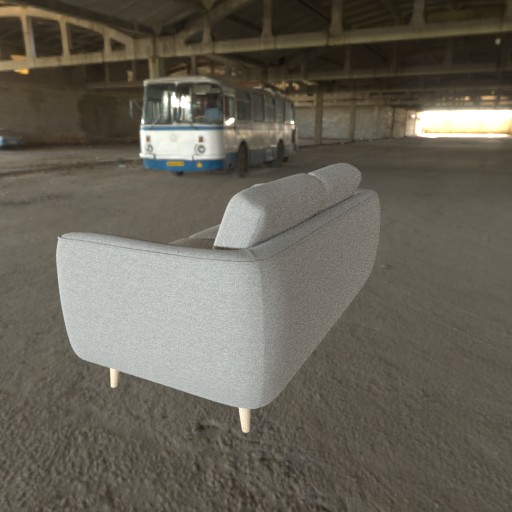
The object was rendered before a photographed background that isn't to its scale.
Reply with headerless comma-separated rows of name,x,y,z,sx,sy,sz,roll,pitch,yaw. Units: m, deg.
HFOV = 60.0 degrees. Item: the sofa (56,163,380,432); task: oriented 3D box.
sofa,0.000,0.000,2.187,0.920,0.850,1.700,8,18,26
